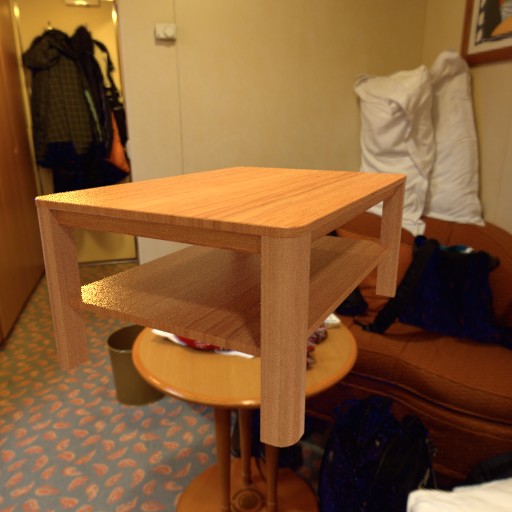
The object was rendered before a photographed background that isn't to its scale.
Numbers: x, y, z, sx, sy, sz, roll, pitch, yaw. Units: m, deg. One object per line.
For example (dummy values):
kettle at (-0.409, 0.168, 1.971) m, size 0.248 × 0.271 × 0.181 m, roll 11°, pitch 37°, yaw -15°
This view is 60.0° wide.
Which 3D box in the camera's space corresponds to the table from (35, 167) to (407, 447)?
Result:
table at (0.000, 0.000, 1.375) m, size 0.696 × 0.445 × 0.997 m, roll 9°, pitch 18°, yaw 27°
